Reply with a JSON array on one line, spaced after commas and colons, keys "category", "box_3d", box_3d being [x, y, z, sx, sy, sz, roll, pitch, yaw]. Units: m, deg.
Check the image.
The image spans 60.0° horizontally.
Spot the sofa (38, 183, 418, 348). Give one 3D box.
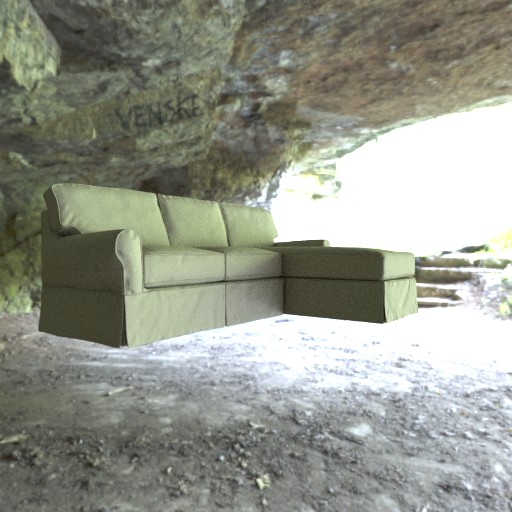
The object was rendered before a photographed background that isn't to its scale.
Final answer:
[{"category": "sofa", "box_3d": [0.000, 0.000, 3.311, 1.733, 0.978, 2.475, 0, 1, 37]}]
